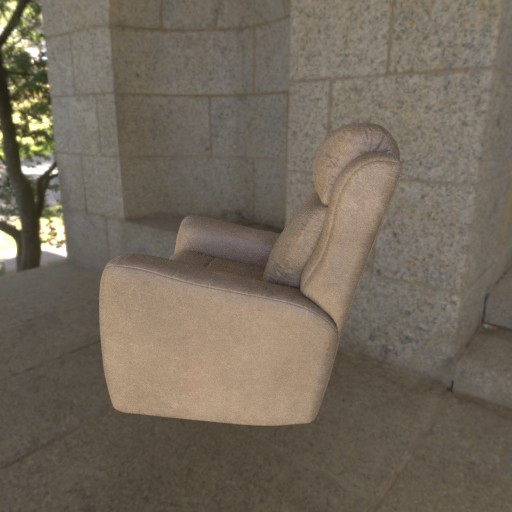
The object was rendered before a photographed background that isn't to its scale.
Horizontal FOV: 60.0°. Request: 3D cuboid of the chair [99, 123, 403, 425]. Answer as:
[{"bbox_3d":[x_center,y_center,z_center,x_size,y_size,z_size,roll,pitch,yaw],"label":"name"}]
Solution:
[{"bbox_3d":[0.000,0.000,1.951,1.068,1.116,0.967,3,16,9],"label":"chair"}]
